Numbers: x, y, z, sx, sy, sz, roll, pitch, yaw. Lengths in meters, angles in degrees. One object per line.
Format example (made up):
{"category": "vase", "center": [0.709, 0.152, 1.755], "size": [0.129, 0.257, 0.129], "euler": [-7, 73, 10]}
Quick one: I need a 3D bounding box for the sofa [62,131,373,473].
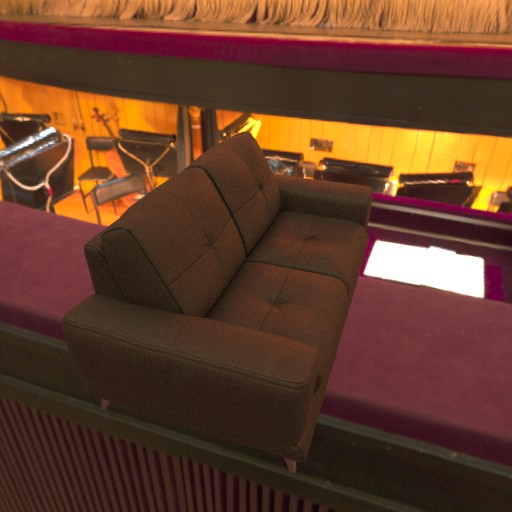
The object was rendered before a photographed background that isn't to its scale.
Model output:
{"category": "sofa", "center": [0.000, 0.000, 2.326], "size": [1.018, 0.907, 1.806], "euler": [11, 34, 17]}
